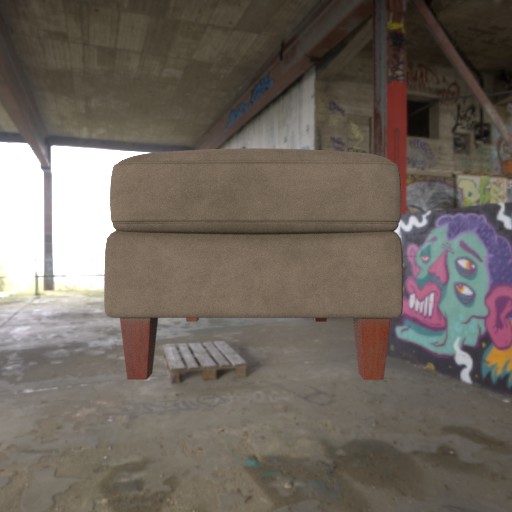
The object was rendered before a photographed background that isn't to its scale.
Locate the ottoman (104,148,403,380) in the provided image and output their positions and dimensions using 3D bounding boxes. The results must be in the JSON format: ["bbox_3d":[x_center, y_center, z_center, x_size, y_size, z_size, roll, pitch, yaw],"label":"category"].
[{"bbox_3d":[0.000,0.000,1.260,0.584,0.483,0.864,0,1,0],"label":"ottoman"}]
